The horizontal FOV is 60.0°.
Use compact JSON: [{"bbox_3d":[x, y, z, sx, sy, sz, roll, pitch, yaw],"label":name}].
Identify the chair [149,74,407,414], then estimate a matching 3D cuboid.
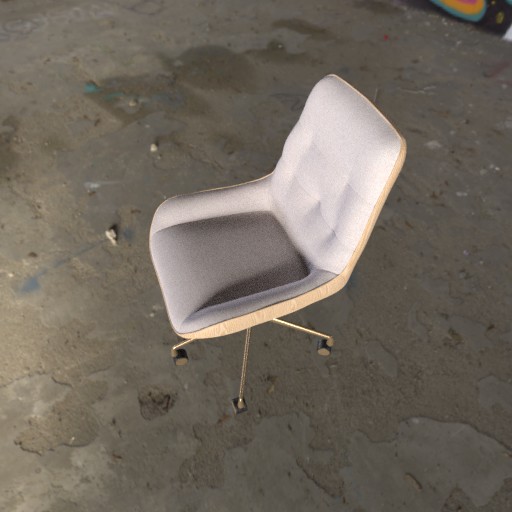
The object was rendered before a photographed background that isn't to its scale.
[{"bbox_3d":[0.000,0.000,1.407,0.668,0.952,0.564,-16,50,-14],"label":"chair"}]
